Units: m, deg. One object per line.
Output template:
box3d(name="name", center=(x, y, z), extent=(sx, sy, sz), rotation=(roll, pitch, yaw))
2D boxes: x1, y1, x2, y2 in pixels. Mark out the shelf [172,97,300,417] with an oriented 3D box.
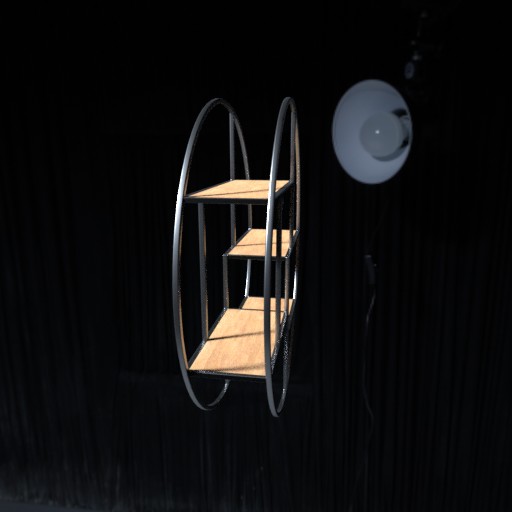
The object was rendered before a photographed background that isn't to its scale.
box3d(name="shelf", center=(0.000, 0.000, 1.322), extent=(0.202, 0.888, 0.888), rotation=(2, 14, 9))
